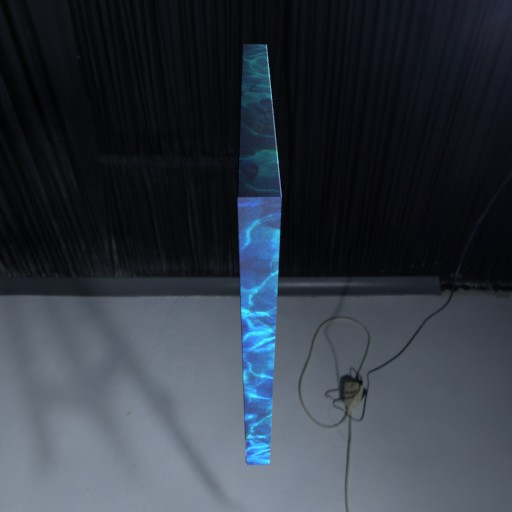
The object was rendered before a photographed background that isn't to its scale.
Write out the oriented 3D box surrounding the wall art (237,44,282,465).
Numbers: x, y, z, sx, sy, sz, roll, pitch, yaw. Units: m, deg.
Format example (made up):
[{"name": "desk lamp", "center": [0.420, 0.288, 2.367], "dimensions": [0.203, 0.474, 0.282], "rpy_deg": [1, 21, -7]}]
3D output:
[{"name": "wall art", "center": [0.000, 0.000, 0.702], "dimensions": [0.038, 0.508, 0.432], "rpy_deg": [0, 41, -1]}]
